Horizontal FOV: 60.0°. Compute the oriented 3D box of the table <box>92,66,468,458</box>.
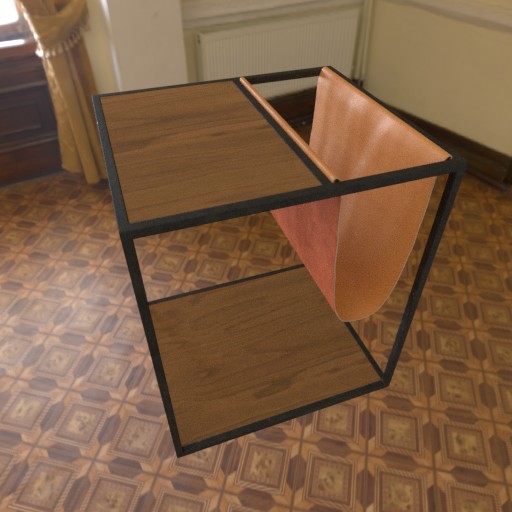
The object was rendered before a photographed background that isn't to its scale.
[{"bbox_3d":[0.000,0.000,0.840,0.450,0.536,0.399,-13,43,-15],"label":"table"}]
